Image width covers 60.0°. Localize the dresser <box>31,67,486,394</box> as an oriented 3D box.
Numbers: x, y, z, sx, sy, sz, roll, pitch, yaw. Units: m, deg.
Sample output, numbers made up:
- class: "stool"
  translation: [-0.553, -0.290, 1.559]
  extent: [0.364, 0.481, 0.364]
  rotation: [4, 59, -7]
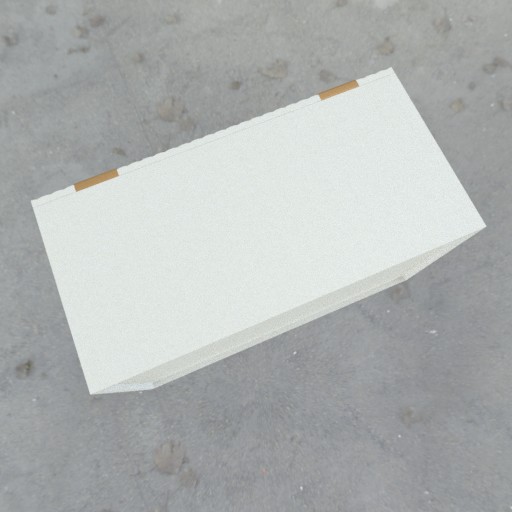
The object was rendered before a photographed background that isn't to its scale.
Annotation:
- class: "dresser"
  translation: [0.000, 0.000, 1.328]
  extent: [0.905, 0.721, 0.457]
  rotation: [-22, 75, -6]
